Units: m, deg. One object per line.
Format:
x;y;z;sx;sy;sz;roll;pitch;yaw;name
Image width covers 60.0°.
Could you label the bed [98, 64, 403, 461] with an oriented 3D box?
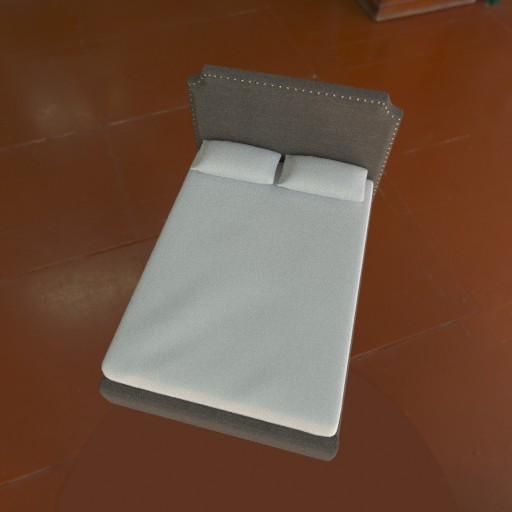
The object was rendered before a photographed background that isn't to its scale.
0.000;0.000;3.367;1.713;1.457;2.381;12;58;8;bed
